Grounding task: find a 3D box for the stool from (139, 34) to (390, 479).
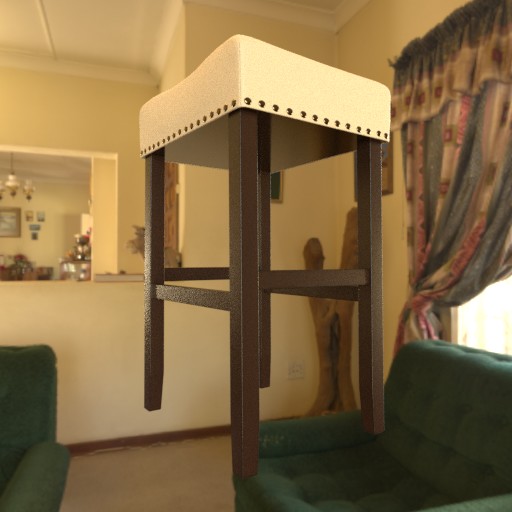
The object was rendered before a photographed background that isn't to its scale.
[{"bbox_3d":[0.000,0.000,1.036,0.401,0.762,0.471,0,-1,-35],"label":"stool"}]
